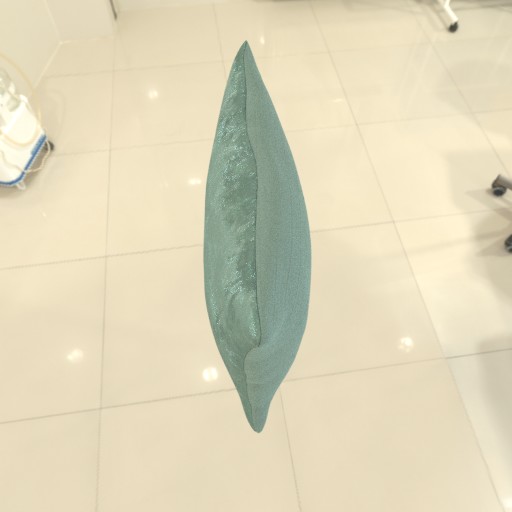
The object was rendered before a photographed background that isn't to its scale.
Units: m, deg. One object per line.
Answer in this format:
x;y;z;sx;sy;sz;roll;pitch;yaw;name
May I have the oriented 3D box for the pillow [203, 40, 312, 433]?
0.000;0.000;0.728;0.175;0.464;0.470;-1;58;-1;pillow
